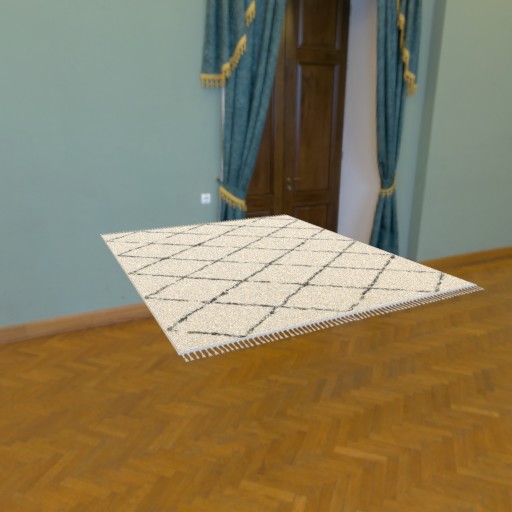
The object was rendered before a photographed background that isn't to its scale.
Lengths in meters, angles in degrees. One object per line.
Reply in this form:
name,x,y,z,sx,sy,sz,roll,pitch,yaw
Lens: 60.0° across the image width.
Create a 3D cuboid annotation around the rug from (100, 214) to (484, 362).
rug,0.000,0.000,4.155,2.380,0.013,3.051,-8,19,-25
